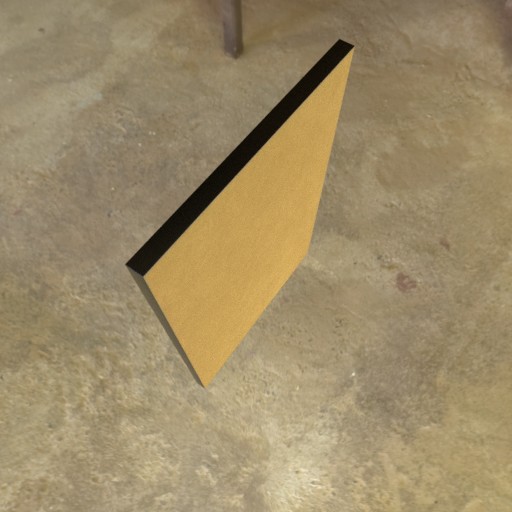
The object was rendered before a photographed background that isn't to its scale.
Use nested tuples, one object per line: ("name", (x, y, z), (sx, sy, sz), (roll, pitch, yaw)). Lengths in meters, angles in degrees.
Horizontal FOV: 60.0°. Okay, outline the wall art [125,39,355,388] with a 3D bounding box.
("wall art", (0.000, 0.000, 0.594), (0.019, 0.455, 0.314), (33, 68, 15))
